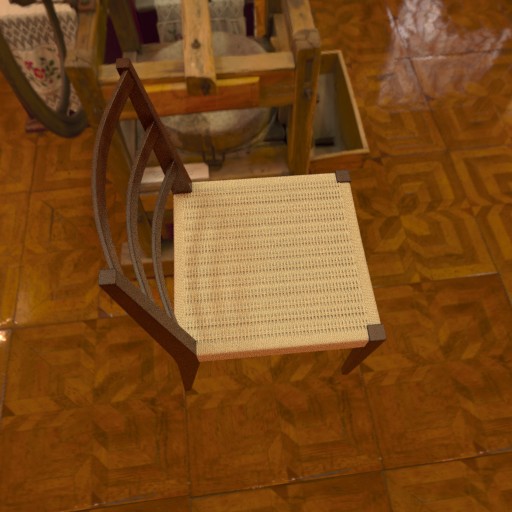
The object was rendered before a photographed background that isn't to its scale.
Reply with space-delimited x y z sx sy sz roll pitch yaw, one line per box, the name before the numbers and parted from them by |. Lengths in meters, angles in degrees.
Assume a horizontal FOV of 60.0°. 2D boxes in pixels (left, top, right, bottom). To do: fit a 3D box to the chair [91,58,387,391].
chair | 0.000 0.000 1.100 0.551 0.813 0.480 -4 63 -2
